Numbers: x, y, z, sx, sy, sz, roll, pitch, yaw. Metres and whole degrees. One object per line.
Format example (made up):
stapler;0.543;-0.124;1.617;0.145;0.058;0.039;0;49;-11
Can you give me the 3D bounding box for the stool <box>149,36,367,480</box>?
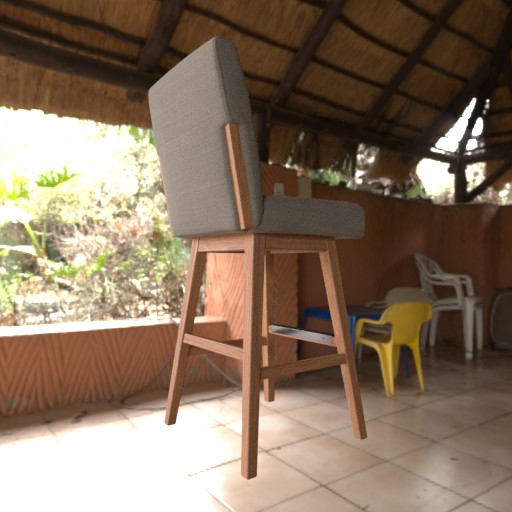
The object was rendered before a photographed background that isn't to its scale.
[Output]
stool;0.000;0.000;1.410;0.570;1.112;0.483;1;-1;-36
